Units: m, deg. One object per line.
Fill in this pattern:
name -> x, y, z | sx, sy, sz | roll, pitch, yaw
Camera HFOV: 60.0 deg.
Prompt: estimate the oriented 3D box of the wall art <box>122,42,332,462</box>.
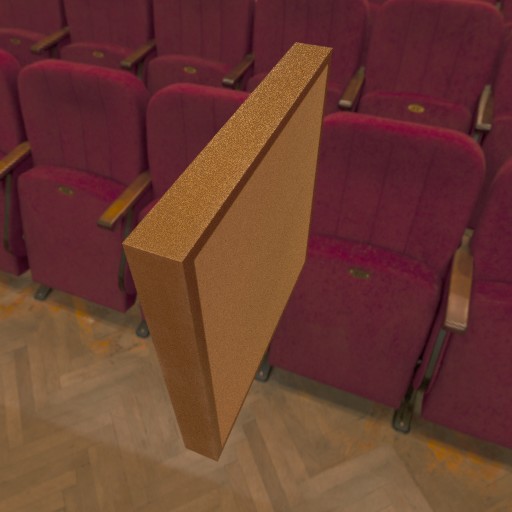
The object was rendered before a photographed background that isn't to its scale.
wall art -> 0.000, 0.000, 0.450 | 0.038, 0.305, 0.306 | 16, 49, 15
